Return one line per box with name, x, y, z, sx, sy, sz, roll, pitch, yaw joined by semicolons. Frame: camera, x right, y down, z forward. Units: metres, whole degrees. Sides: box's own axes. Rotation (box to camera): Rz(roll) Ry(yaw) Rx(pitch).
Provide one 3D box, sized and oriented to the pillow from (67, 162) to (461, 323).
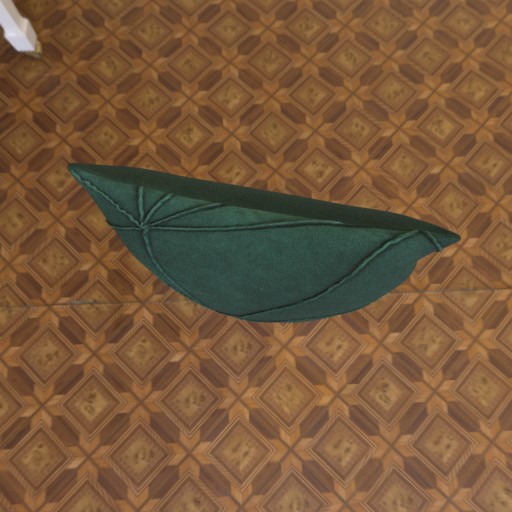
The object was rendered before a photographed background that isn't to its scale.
pillow;0.000;0.000;0.677;0.439;0.440;0.184;10;75;3
